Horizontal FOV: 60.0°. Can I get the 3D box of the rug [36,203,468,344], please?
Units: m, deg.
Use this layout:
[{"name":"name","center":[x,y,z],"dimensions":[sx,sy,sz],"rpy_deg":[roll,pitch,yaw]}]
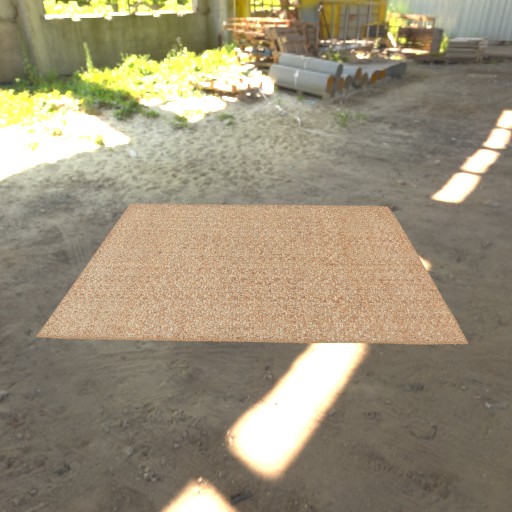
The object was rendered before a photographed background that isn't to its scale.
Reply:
[{"name":"rug","center":[0.000,0.000,4.145],"dimensions":[3.048,0.013,2.439],"rpy_deg":[1,29,1]}]
